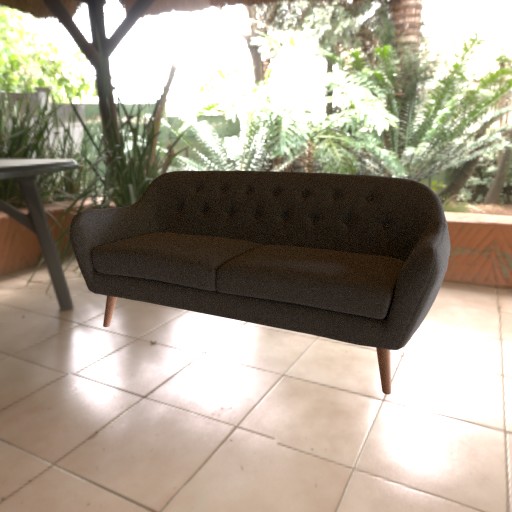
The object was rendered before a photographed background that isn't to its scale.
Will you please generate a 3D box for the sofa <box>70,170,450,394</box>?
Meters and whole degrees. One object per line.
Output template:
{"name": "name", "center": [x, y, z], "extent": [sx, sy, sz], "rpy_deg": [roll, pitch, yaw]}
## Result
{"name": "sofa", "center": [0.000, 0.000, 2.298], "extent": [1.840, 0.820, 0.820], "rpy_deg": [7, 16, 26]}
